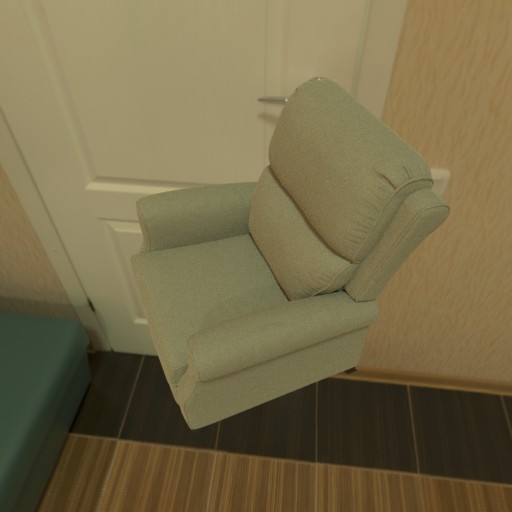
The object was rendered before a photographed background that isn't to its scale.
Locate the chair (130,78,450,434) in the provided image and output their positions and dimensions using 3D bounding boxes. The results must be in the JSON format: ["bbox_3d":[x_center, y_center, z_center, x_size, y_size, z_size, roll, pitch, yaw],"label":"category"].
[{"bbox_3d":[0.000,0.000,1.713,0.919,1.046,0.859,-17,50,-15],"label":"chair"}]
